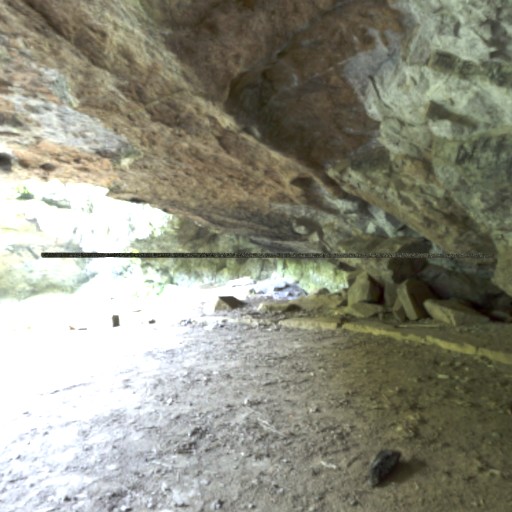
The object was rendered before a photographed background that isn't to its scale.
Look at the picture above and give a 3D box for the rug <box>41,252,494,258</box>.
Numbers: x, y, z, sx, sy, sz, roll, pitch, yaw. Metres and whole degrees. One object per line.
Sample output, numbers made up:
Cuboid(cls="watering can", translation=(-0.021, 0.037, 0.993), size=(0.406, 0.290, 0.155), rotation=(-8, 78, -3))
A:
Cuboid(cls="rug", translation=(0.000, 0.000, 3.335), size=(2.699, 0.026, 1.802), rotation=(0, 0, -18))
